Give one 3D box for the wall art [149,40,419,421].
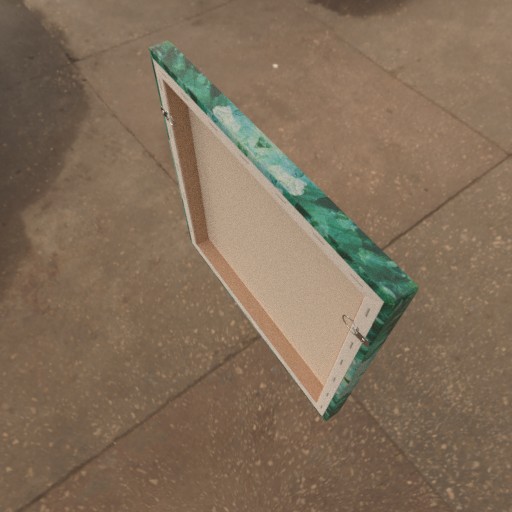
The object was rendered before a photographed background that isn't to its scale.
[{"bbox_3d":[0.000,0.000,0.751,0.038,0.508,0.507,-30,62,-18],"label":"wall art"}]
